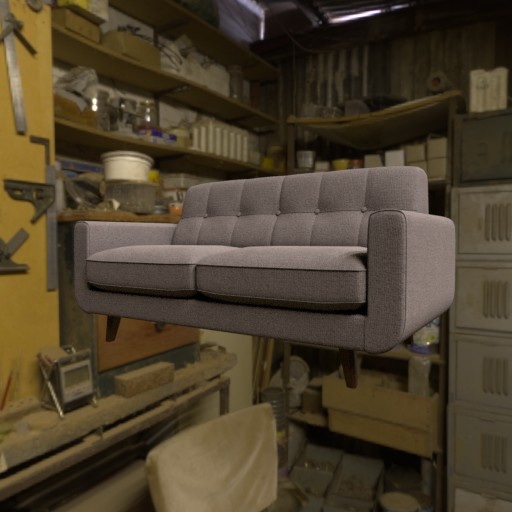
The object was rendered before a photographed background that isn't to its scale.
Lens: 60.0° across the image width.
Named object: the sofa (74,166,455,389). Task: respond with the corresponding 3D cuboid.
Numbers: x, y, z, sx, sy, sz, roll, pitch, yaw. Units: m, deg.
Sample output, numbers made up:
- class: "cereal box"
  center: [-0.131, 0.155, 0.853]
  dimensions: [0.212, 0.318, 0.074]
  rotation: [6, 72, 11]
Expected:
- class: "sofa"
  center: [0.000, 0.000, 2.126]
  dimensions: [1.631, 0.841, 0.909]
  rotation: [1, 2, 33]
